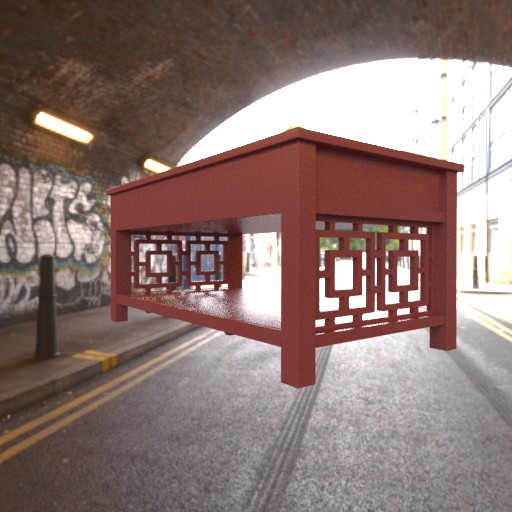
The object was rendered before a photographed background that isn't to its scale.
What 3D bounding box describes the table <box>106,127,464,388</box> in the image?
[{"bbox_3d":[0.000,0.000,1.435,0.612,0.493,1.068,0,1,-37],"label":"table"}]
